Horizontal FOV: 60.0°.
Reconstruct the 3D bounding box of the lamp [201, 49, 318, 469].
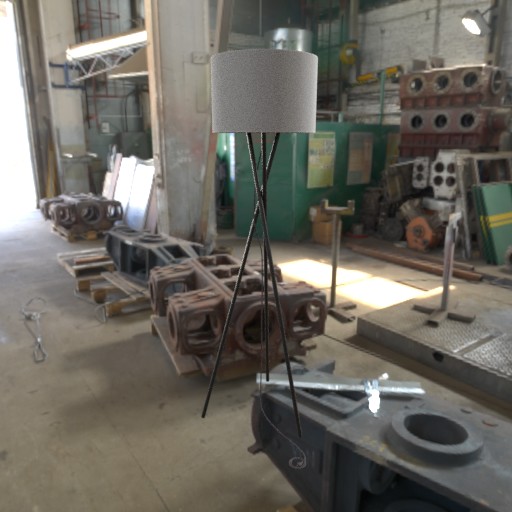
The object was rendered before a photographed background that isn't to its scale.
[{"bbox_3d":[0.000,0.000,1.962,0.522,1.624,0.667,2,15,9],"label":"lamp"}]
